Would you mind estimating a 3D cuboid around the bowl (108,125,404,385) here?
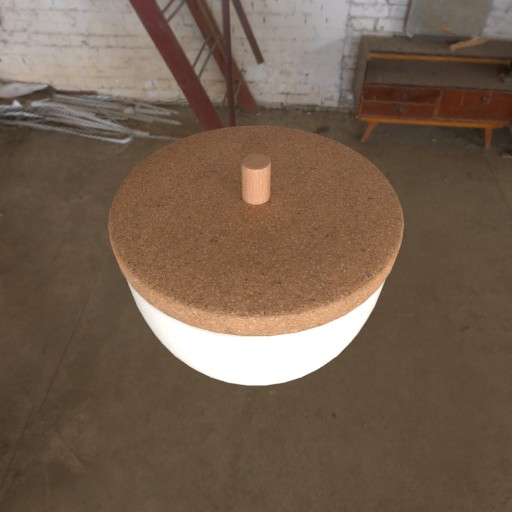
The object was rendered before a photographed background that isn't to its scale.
[{"bbox_3d":[0.000,0.000,0.218,0.126,0.110,0.126,0,46,0],"label":"bowl"}]
